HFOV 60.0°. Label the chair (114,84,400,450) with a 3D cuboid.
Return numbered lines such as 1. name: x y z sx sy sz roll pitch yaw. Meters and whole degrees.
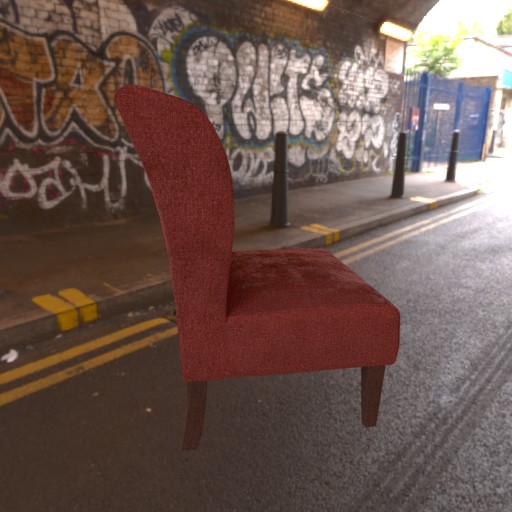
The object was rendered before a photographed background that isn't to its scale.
1. chair: 0.000 0.000 1.230 0.640 0.846 0.538 -2 16 -8
